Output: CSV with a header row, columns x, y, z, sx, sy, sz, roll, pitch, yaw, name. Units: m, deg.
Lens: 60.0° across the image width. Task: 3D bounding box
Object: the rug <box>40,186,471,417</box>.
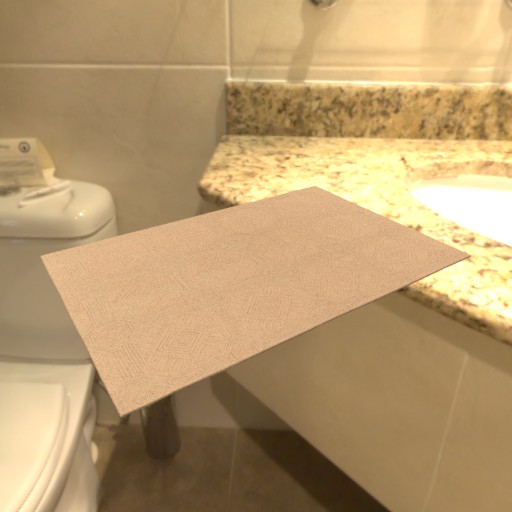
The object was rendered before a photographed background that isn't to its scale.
x,y,z,sx,sy,sz,roll,pitch,yaw,name
0.000,0.000,2.268,1.839,0.009,1.236,-18,34,-29,rug
